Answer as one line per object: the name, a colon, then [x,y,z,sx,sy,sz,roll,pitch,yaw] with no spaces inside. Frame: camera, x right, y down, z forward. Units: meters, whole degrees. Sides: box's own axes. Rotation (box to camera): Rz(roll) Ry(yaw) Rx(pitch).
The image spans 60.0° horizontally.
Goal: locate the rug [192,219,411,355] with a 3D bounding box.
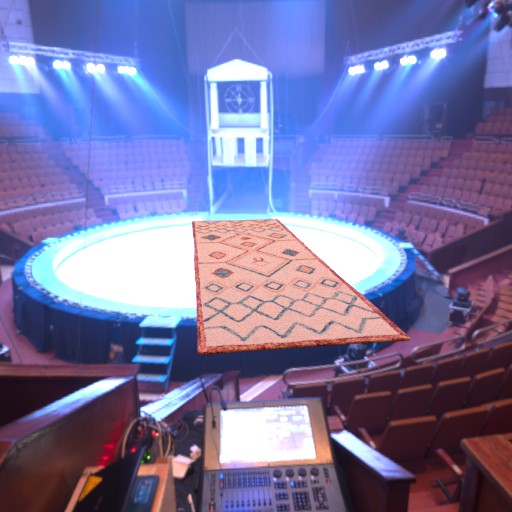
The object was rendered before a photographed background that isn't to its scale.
rug: [0.000,0.000,2.678,0.750,0.011,2.435,-2,15,-8]
